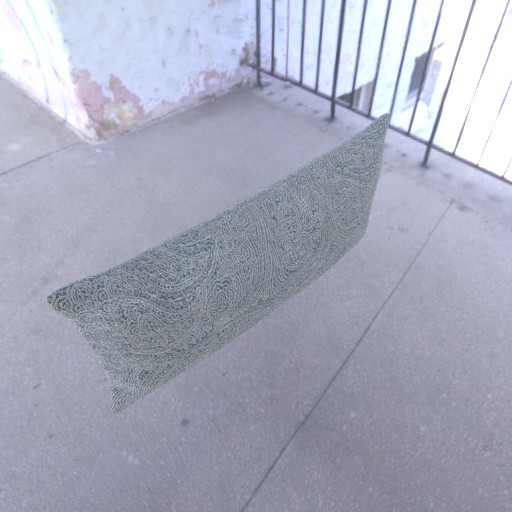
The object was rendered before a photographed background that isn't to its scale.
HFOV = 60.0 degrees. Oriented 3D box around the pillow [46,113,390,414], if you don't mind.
[{"bbox_3d":[0.000,0.000,0.730,0.615,0.295,0.151,-33,54,-27],"label":"pillow"}]
